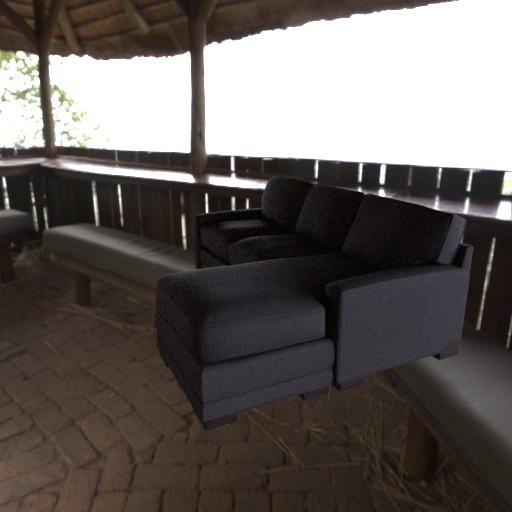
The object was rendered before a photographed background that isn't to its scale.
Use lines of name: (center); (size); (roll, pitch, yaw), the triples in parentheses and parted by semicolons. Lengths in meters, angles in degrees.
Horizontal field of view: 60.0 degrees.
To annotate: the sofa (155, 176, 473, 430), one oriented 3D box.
sofa: (0.000, 0.000, 3.379); (1.790, 0.973, 2.370); (-8, 18, -25)
